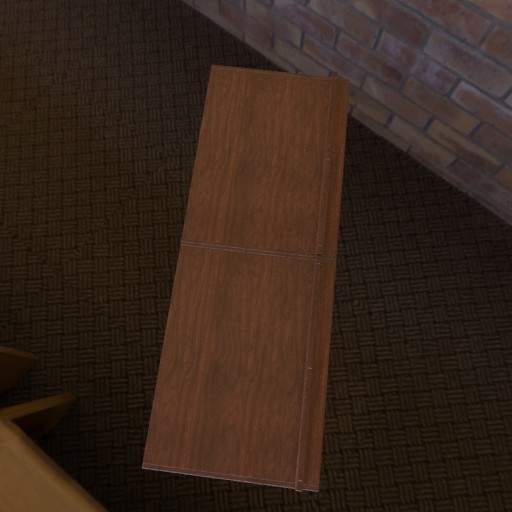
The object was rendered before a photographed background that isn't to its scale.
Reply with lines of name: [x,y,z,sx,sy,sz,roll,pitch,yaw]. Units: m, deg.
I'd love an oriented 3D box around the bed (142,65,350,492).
bed: [0.000,0.000,2.271,0.787,0.326,2.057,7,75,2]
